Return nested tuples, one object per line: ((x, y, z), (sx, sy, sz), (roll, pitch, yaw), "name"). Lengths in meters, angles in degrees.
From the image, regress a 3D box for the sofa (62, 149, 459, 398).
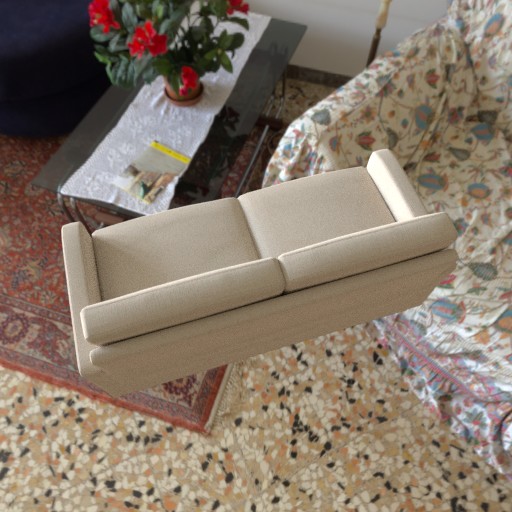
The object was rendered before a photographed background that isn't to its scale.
((0.000, 0.000, 2.278), (1.808, 0.831, 0.894), (-15, 60, -9), "sofa")
